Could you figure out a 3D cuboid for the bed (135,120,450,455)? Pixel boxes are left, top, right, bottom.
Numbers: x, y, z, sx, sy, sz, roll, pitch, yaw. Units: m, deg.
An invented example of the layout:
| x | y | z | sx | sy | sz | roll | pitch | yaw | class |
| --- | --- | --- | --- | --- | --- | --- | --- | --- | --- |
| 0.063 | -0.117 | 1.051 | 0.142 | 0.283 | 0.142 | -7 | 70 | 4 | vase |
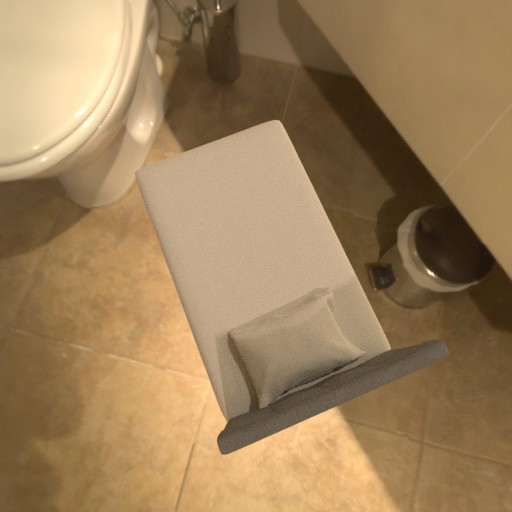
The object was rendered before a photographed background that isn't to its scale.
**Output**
| x | y | z | sx | sy | sz | roll | pitch | yaw | class |
| --- | --- | --- | --- | --- | --- | --- | --- | --- | --- |
| 0.000 | 0.000 | 2.972 | 1.261 | 1.571 | 1.997 | -22 | 75 | -6 | bed |
